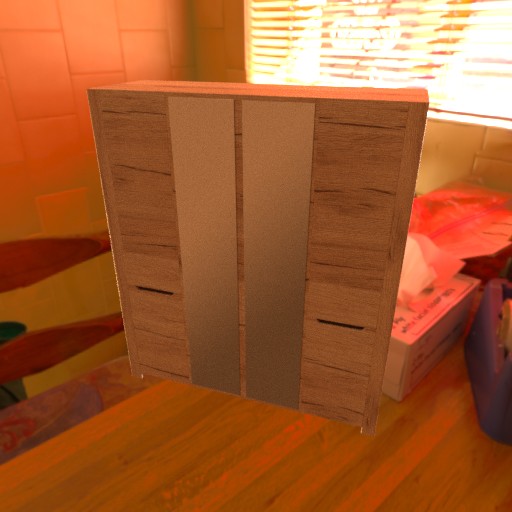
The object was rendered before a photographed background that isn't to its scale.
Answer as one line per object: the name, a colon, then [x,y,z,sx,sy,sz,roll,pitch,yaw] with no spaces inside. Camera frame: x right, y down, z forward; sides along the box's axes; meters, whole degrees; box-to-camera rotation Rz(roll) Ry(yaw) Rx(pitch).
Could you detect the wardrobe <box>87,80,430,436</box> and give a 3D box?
wardrobe: [0.000,0.000,2.918,1.810,2.070,0.580,8,28,16]
